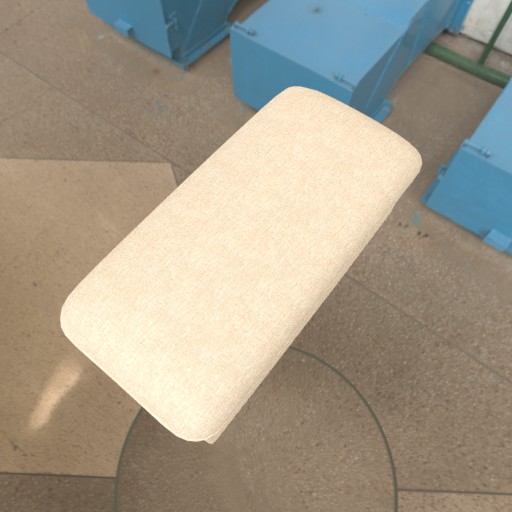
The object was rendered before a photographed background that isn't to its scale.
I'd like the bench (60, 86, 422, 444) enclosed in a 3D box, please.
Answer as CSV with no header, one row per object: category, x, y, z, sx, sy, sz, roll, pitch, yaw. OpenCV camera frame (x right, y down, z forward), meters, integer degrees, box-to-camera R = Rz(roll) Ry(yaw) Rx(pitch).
bench,0.000,0.000,1.283,0.483,0.483,0.991,35,68,16
